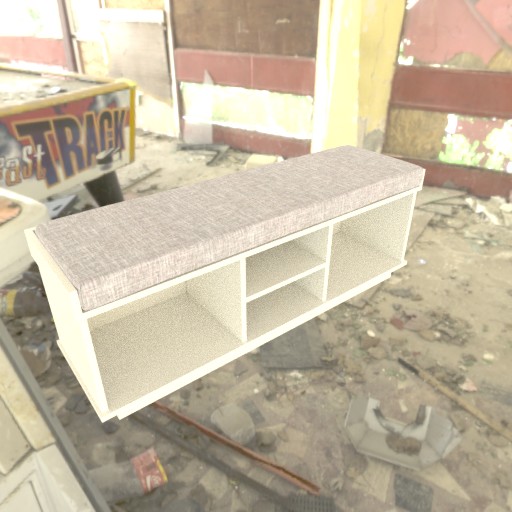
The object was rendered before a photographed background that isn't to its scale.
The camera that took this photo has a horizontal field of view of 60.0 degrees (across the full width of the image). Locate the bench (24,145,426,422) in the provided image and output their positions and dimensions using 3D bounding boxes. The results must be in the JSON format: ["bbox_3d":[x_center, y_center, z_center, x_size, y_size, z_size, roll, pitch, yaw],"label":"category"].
[{"bbox_3d":[0.000,0.000,1.411,1.196,0.453,0.363,-21,36,-32],"label":"bench"}]
